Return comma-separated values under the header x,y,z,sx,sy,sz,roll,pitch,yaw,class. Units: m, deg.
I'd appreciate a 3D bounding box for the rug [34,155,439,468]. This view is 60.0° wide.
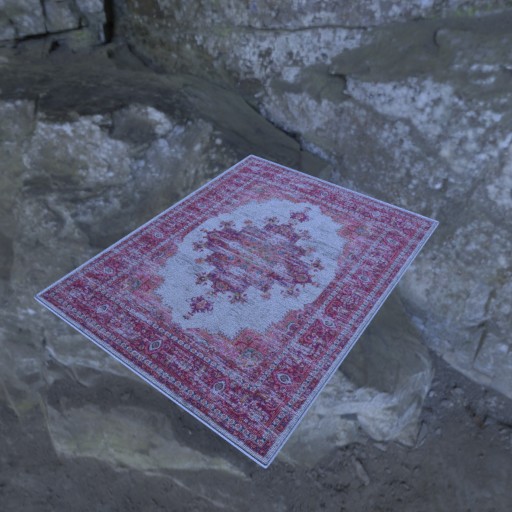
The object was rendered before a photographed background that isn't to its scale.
x,y,z,sx,sy,sz,roll,pitch,yaw,class
0.000,0.000,4.198,2.447,0.017,3.123,26,47,26,rug
